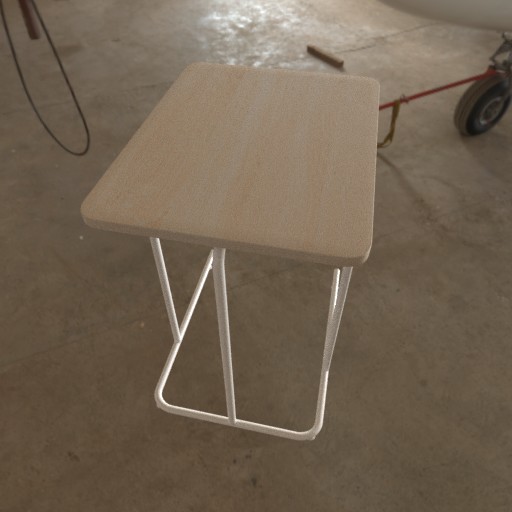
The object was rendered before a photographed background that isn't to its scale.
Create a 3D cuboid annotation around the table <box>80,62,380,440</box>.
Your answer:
[{"bbox_3d":[0.000,0.000,0.890,0.370,0.550,0.480,9,47,8],"label":"table"}]
